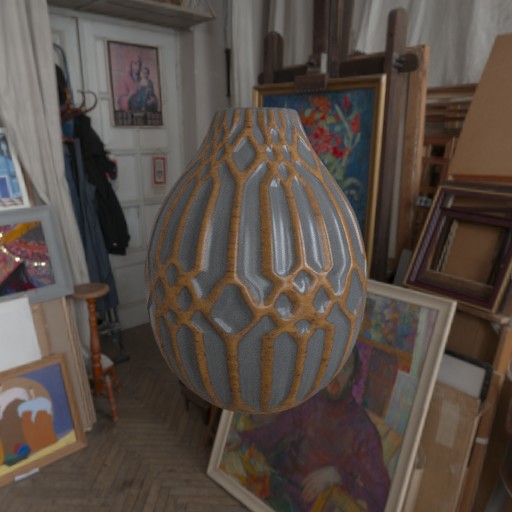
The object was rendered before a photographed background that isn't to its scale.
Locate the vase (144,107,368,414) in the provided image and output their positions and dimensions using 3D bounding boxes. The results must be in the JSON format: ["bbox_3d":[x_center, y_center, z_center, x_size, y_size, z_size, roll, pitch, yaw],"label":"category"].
[{"bbox_3d":[0.000,0.000,0.140,0.069,0.088,0.069,0,15,0],"label":"vase"}]
